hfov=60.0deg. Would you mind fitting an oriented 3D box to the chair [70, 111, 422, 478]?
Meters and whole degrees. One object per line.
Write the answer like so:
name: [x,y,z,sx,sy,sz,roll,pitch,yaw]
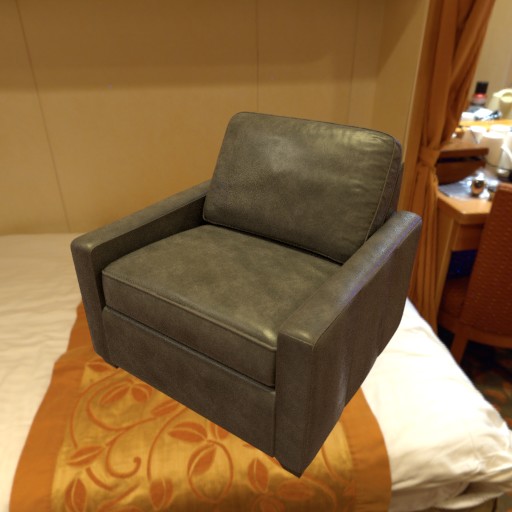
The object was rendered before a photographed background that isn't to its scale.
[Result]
chair: [0.000,0.000,1.719,1.006,0.916,0.939,19,34,29]
